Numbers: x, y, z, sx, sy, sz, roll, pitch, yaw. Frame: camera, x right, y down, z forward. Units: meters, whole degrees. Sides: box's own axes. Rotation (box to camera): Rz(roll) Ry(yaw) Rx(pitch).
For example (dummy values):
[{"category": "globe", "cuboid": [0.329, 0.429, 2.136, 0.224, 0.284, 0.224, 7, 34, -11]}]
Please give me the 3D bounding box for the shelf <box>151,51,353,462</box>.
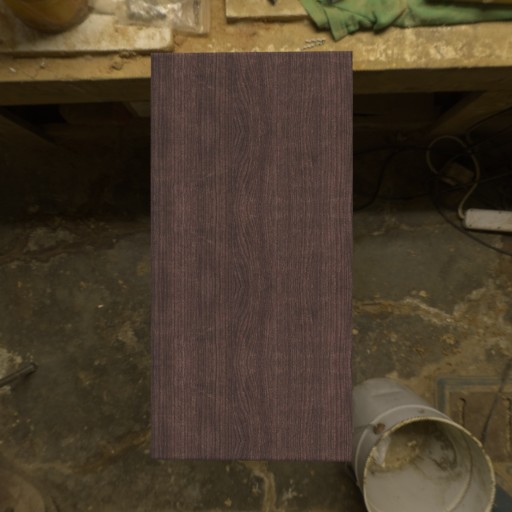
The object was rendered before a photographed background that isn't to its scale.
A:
[{"category": "shelf", "cuboid": [0.000, 0.000, 1.250, 0.390, 0.786, 0.790, 0, 90, 1]}]
